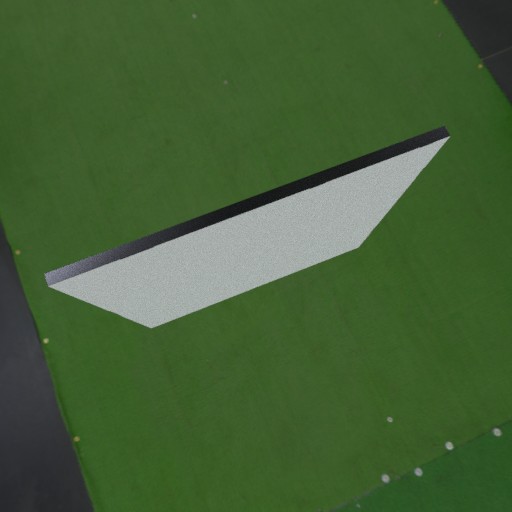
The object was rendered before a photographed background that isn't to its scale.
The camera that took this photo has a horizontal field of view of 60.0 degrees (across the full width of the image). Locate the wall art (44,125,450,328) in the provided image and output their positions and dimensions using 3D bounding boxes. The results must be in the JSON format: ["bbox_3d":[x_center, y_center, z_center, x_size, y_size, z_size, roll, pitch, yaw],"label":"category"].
[{"bbox_3d":[0.000,0.000,0.673,0.446,0.445,0.014,-21,76,-5],"label":"wall art"}]
